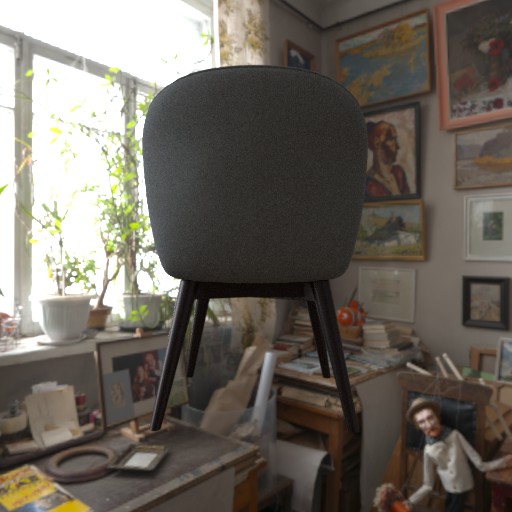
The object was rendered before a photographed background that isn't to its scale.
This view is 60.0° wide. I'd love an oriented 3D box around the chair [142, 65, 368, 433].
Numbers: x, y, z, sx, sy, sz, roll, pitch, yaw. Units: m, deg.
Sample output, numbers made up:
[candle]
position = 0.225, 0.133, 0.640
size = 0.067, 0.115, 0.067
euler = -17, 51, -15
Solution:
[chair]
position = 0.000, 0.000, 1.238
size = 0.589, 0.810, 0.611
euler = 0, 0, 1
